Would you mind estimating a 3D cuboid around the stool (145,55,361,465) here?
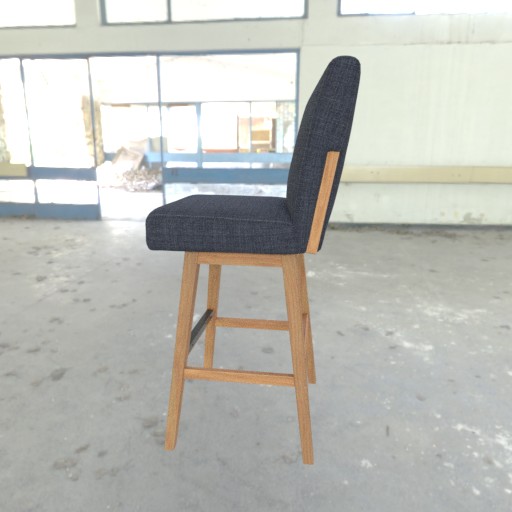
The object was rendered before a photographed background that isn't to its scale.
[{"bbox_3d":[0.000,0.000,1.405,0.570,1.112,0.483,2,14,8],"label":"stool"}]
